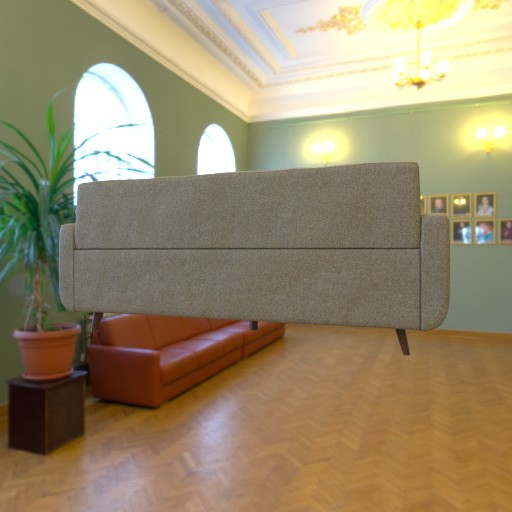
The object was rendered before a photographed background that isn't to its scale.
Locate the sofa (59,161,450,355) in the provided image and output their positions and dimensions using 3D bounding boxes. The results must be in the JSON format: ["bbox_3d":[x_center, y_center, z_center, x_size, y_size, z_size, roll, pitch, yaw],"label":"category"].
[{"bbox_3d":[0.000,0.000,2.632,2.055,0.873,0.968,0,0,20],"label":"sofa"}]
